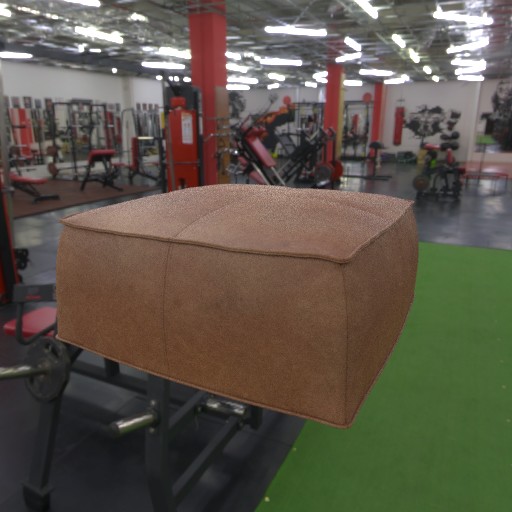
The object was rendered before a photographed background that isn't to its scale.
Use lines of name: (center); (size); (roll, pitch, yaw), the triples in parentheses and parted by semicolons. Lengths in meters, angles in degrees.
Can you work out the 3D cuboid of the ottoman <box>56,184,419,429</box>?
ottoman: (0.000, 0.000, 1.385); (0.902, 0.395, 0.901); (8, 18, 27)
